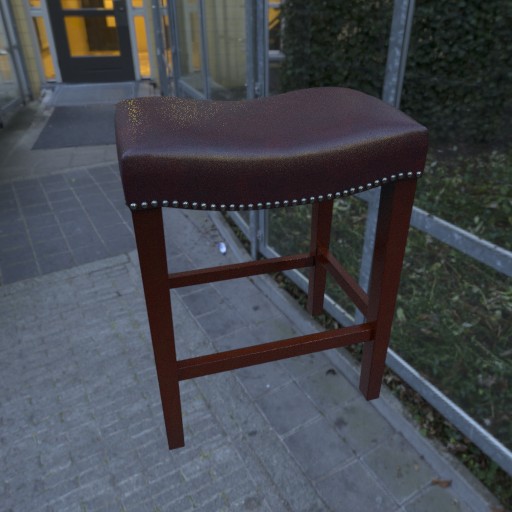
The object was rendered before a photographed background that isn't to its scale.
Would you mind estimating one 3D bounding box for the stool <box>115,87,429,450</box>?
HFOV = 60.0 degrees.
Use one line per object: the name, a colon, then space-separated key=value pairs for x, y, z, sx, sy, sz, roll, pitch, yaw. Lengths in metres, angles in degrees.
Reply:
stool: x=0.000 y=0.000 z=0.967 sx=0.504 sy=0.657 sz=0.372 roll=-9 pitch=32 yaw=-14
